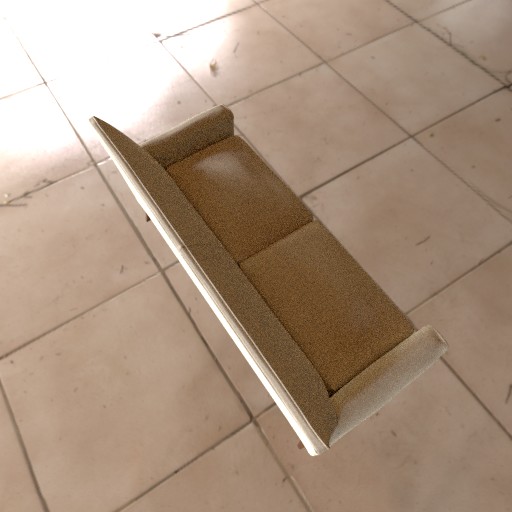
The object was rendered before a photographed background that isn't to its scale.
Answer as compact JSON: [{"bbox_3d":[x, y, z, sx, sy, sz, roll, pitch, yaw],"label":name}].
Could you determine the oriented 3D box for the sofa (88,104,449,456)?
[{"bbox_3d":[0.000,0.000,2.439,0.841,0.907,2.001,-30,64,-17],"label":"sofa"}]
